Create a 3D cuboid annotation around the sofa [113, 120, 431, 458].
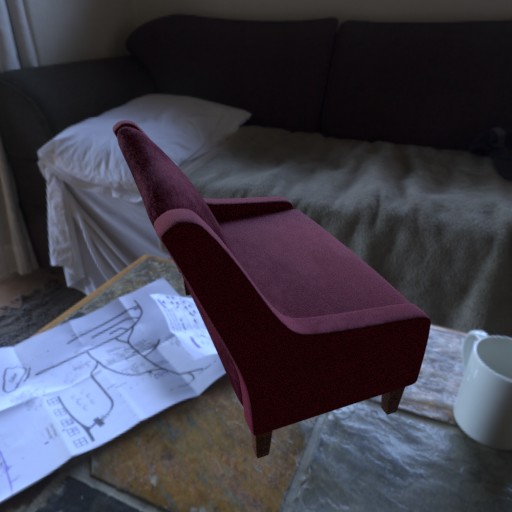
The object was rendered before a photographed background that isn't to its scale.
[{"bbox_3d":[0.000,0.000,1.892,0.946,0.976,1.242,-10,30,-18],"label":"sofa"}]
